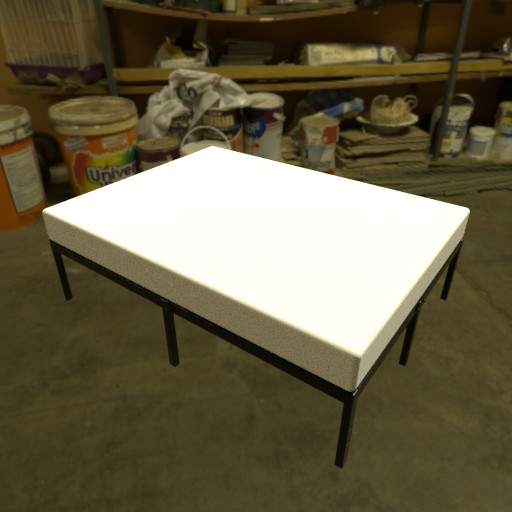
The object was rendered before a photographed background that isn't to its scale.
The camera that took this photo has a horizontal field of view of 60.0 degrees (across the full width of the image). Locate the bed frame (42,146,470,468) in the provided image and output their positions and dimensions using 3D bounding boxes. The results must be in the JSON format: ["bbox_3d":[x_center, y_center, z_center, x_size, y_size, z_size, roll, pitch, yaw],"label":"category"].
[{"bbox_3d":[0.000,0.000,2.794,2.072,0.659,1.557,21,37,30],"label":"bed frame"}]
